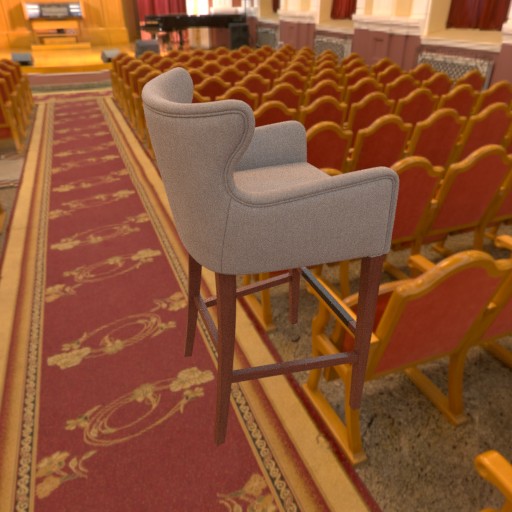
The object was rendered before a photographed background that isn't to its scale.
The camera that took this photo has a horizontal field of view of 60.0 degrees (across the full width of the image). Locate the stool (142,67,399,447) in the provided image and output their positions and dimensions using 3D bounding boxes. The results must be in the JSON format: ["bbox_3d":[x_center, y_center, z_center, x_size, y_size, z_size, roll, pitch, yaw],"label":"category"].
[{"bbox_3d":[0.000,0.000,1.388,0.575,1.047,0.575,-11,32,-18],"label":"stool"}]
